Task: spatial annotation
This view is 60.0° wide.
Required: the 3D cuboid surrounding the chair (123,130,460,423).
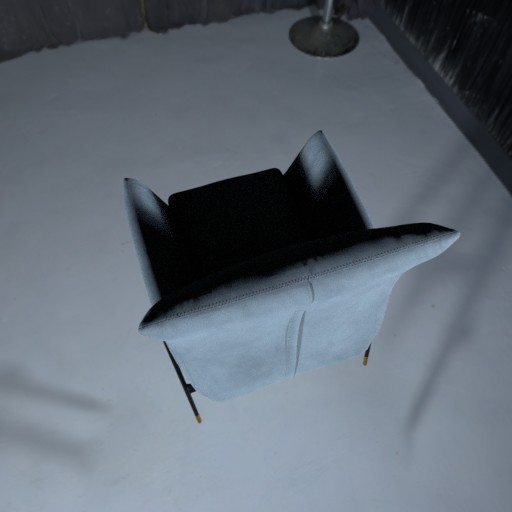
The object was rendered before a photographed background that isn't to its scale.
[{"bbox_3d":[0.000,0.000,1.377,0.678,0.858,0.709,-16,60,-10],"label":"chair"}]
